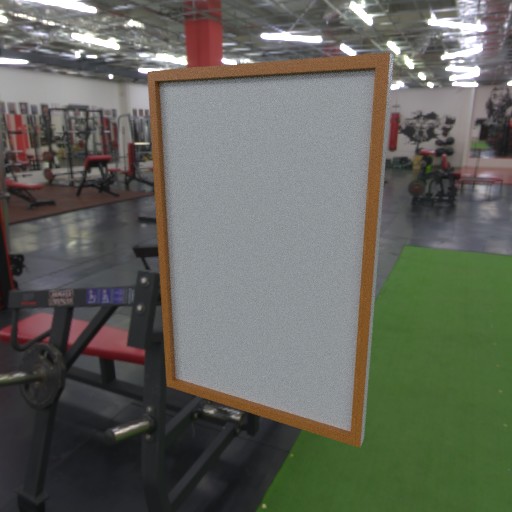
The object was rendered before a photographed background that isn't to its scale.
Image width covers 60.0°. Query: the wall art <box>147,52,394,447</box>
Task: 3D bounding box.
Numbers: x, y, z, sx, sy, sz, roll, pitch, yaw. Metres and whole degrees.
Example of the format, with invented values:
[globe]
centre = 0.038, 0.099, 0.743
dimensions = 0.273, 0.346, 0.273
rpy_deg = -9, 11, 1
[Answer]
[wall art]
centre = 0.000, 0.000, 1.141
dimensions = 0.610, 0.916, 0.037
rpy_deg = 8, 18, 26
